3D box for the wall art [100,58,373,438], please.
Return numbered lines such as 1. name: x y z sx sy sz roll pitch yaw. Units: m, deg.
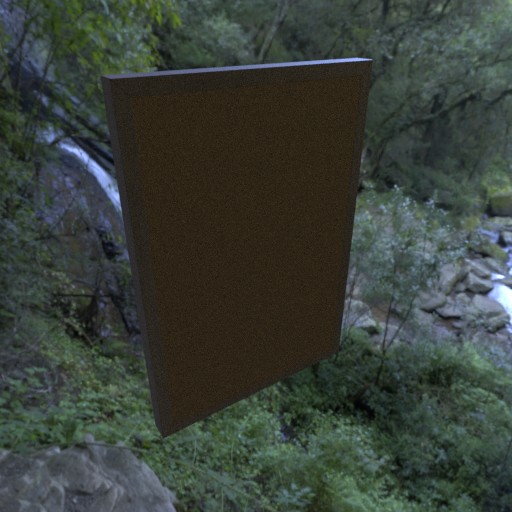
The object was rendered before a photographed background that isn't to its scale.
1. wall art: 0.000 0.000 0.643 0.356 0.509 0.031 -18 33 -29
